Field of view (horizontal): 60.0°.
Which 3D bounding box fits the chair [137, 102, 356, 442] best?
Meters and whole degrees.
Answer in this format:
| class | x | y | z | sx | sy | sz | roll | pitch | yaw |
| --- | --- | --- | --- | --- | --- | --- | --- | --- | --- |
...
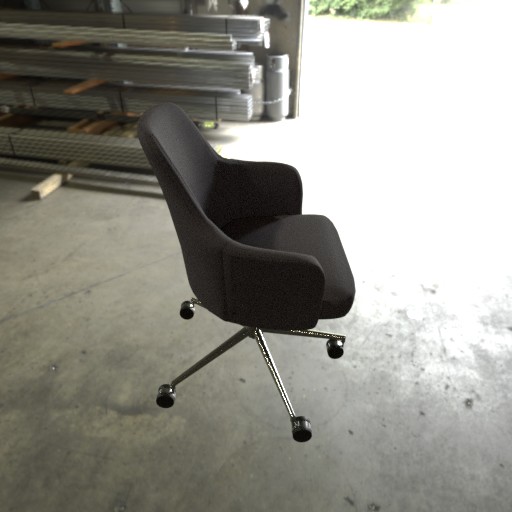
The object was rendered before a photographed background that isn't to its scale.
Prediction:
| class | x | y | z | sx | sy | sz | roll | pitch | yaw |
| --- | --- | --- | --- | --- | --- | --- | --- | --- | --- |
| chair | 0.000 | 0.000 | 1.290 | 0.600 | 0.820 | 0.655 | 0 | 33 | 0 |
